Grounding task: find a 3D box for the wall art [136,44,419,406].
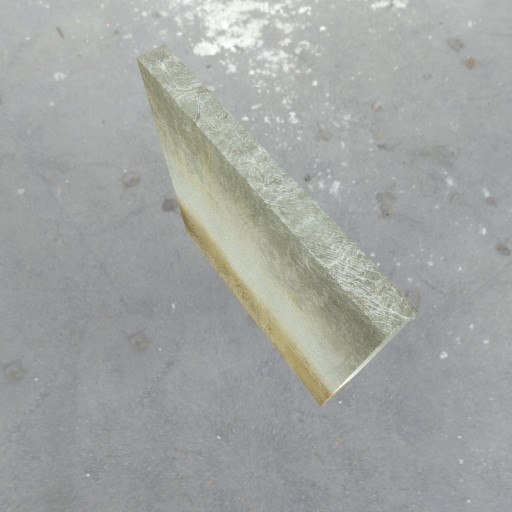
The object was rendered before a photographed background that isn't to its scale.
[{"bbox_3d":[0.000,0.000,0.619,0.038,0.407,0.405,-34,68,-15],"label":"wall art"}]
